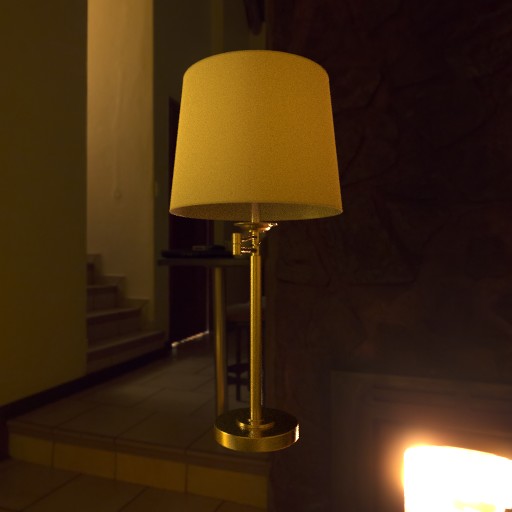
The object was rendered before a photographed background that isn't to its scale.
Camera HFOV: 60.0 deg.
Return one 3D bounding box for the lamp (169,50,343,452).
[{"bbox_3d":[0.000,0.000,0.867,0.333,0.696,0.333,0,0,0],"label":"lamp"}]
